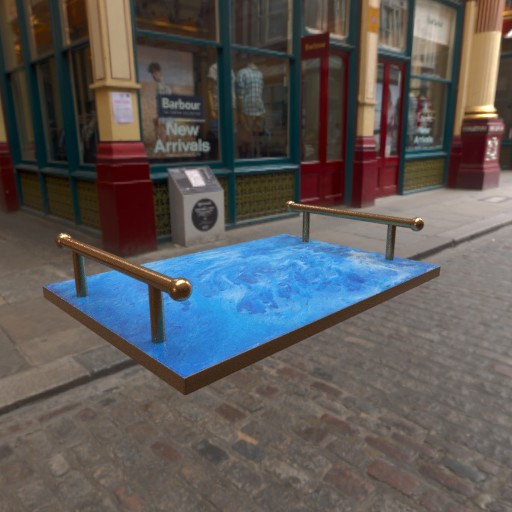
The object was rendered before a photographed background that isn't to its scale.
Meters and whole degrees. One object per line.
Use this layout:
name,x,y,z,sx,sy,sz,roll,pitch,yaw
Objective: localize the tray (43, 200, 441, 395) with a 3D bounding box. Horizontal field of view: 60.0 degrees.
tray,0.000,0.000,0.585,0.444,0.084,0.304,-14,20,-42
